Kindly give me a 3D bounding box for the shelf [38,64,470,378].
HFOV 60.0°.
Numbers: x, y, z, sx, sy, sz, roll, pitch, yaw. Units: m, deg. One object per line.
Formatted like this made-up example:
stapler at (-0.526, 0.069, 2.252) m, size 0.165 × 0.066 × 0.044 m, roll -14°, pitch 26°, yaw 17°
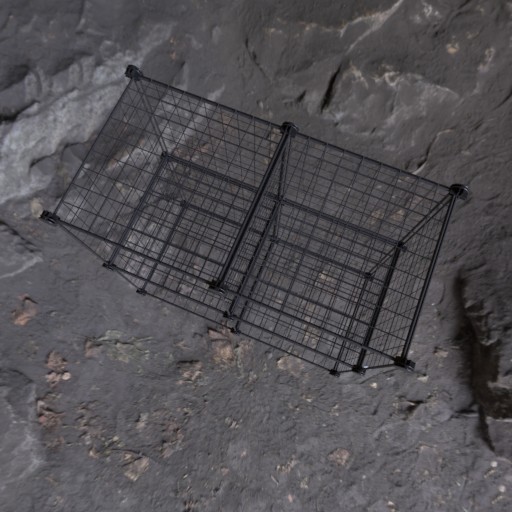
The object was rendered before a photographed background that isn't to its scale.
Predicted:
shelf at (0.000, 0.000, 1.145) m, size 0.711 × 0.711 × 0.356 m, roll 22°, pitch 75°, yaw 6°
